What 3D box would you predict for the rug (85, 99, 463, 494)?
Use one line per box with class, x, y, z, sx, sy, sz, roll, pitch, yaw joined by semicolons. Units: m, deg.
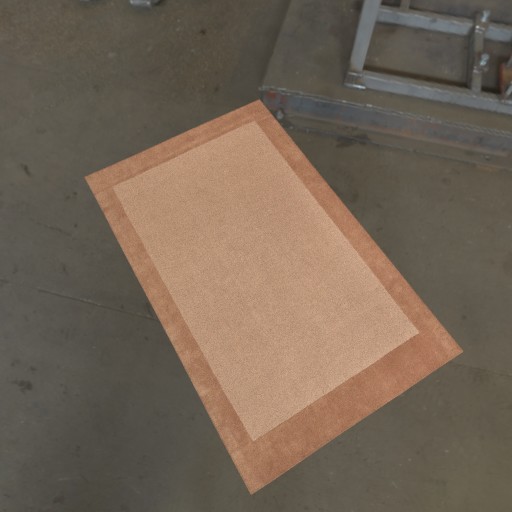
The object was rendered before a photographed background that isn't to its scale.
rug;0.000;0.000;3.023;1.524;0.014;2.438;-28;67;-13
